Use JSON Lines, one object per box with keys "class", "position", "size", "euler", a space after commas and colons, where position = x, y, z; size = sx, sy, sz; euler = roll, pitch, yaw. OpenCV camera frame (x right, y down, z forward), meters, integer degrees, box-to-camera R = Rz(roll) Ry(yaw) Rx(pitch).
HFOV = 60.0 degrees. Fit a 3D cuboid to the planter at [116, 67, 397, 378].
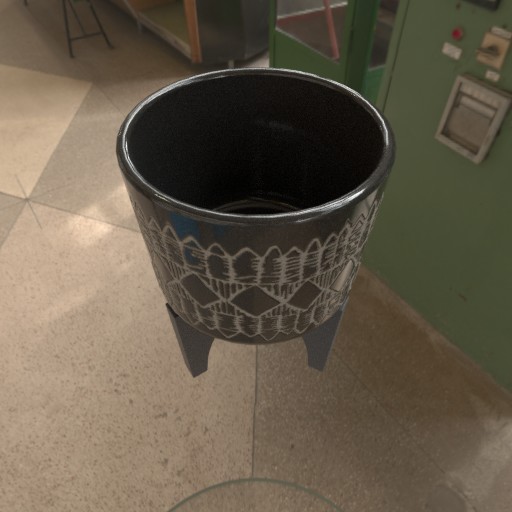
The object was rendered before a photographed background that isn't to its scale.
{"class": "planter", "position": [0.000, 0.000, 0.272], "size": [0.129, 0.177, 0.129], "euler": [0, 48, 0]}
